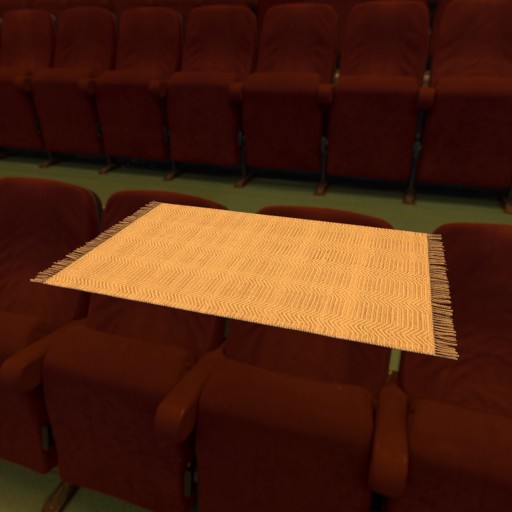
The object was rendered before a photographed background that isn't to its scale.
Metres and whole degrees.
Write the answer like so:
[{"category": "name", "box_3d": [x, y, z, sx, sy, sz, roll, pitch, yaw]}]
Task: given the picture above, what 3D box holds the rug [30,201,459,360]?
[{"category": "rug", "box_3d": [0.000, 0.000, 2.472, 2.021, 0.027, 1.224, 8, 28, 16]}]
